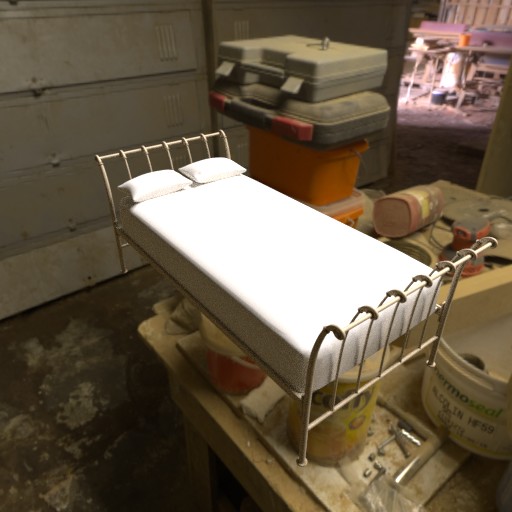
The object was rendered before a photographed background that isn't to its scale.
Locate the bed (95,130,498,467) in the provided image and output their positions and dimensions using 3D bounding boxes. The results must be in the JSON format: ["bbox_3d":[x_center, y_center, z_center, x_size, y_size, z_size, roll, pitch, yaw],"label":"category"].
[{"bbox_3d":[0.000,0.000,2.674,1.032,0.873,2.228,-22,38,-31],"label":"bed"}]
